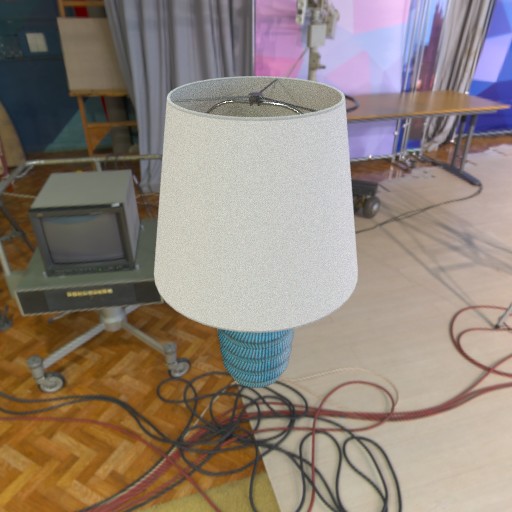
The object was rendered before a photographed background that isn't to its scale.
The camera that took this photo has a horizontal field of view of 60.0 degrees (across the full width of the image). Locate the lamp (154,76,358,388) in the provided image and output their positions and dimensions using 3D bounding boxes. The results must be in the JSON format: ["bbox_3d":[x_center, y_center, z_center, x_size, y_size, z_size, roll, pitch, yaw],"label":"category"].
[{"bbox_3d":[0.000,0.000,0.556,0.254,0.392,0.254,0,33,0],"label":"lamp"}]
